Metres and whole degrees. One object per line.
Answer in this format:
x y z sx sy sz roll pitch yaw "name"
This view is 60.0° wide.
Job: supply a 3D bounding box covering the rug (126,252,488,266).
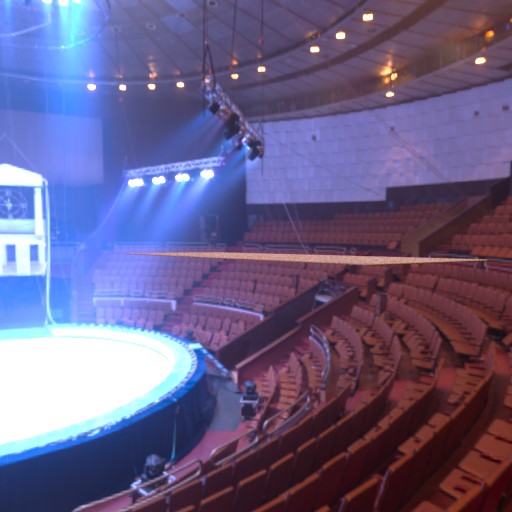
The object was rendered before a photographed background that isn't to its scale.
0.000 0.000 2.709 0.806 0.006 2.431 -1 2 -35 "rug"
